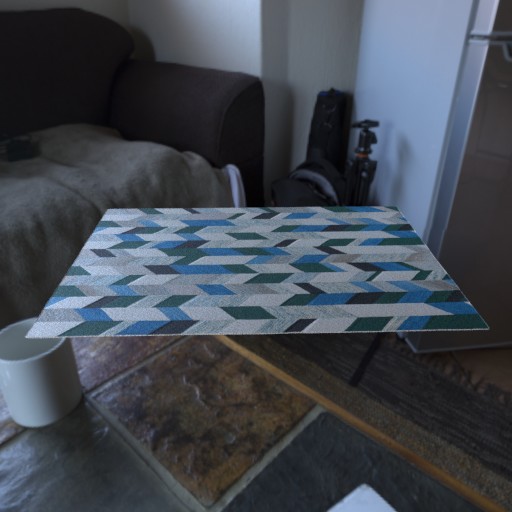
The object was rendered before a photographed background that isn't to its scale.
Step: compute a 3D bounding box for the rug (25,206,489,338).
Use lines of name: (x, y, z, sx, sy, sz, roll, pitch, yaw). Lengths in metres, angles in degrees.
rug: (0.000, 0.000, 2.266, 1.827, 0.005, 1.229, -1, 30, -1)
